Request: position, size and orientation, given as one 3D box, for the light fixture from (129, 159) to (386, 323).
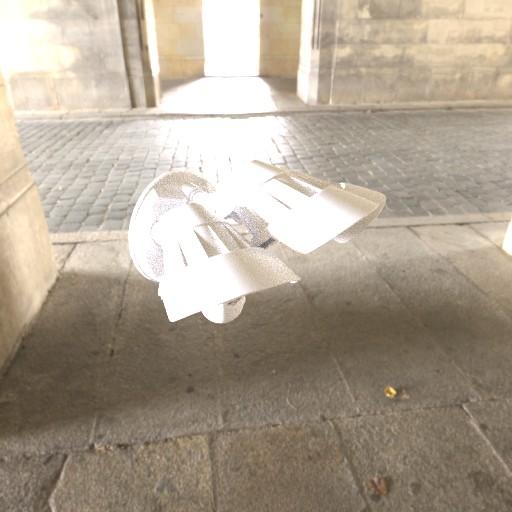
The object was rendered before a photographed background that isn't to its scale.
[{"bbox_3d":[0.000,0.000,0.547,0.278,0.237,0.369,18,32,32],"label":"light fixture"}]
